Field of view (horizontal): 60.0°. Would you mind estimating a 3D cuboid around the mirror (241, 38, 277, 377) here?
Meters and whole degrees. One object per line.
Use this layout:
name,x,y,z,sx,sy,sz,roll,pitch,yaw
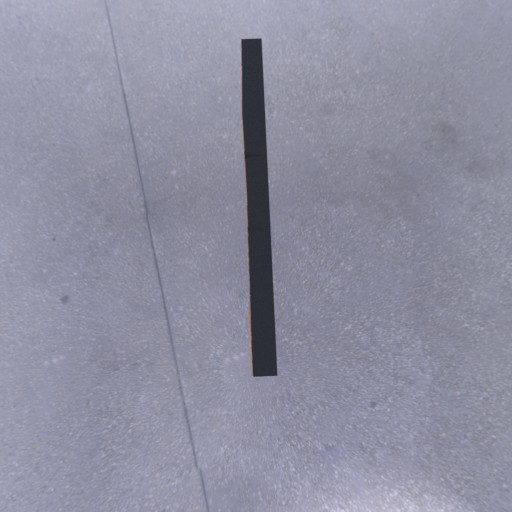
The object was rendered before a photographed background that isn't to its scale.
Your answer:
mirror,0.000,0.000,1.193,0.044,0.912,0.606,-2,76,-1
